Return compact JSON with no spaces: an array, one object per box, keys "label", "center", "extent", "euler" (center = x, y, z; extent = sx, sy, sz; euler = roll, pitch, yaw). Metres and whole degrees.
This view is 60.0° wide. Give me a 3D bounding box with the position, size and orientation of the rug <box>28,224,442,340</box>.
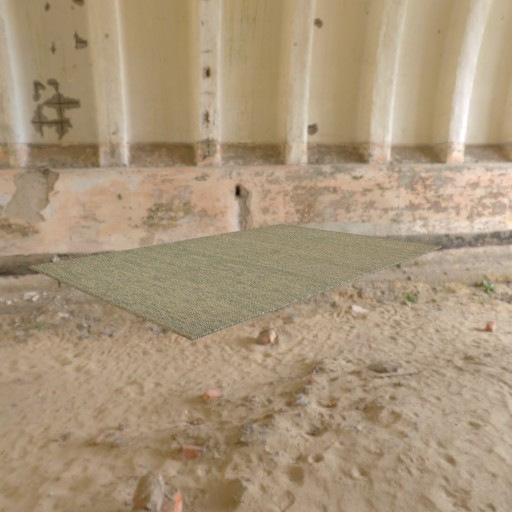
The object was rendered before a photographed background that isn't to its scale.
[{"label":"rug","center":[0.000,0.000,2.905],"extent":[1.547,0.013,2.283],"euler":[12,17,42]}]
